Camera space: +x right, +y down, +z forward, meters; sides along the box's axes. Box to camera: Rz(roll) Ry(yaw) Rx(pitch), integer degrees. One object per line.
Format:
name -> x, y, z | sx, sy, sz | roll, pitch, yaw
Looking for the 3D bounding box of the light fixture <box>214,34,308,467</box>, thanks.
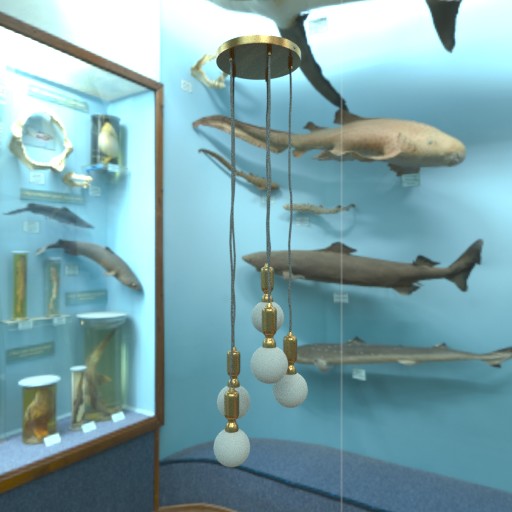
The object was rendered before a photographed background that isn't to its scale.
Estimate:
light fixture -> 0.000, 0.000, 0.507 | 0.105, 0.457, 0.108 | 0, 0, 36
